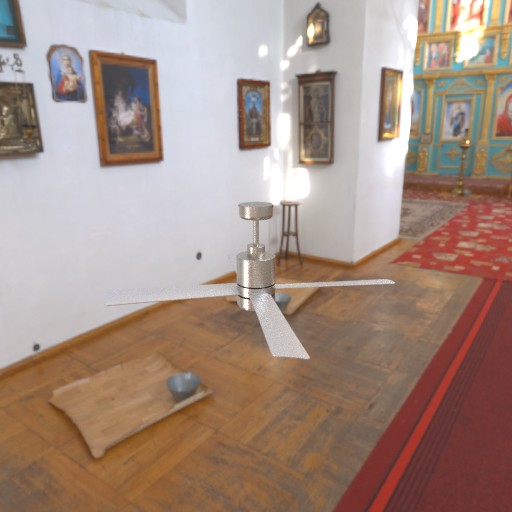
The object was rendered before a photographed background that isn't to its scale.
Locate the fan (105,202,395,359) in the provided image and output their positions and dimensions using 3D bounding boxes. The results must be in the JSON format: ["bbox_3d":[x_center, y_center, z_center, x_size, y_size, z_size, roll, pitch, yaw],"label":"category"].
[{"bbox_3d":[0.000,0.000,2.298,1.525,0.539,1.525,-2,15,-9],"label":"fan"}]
